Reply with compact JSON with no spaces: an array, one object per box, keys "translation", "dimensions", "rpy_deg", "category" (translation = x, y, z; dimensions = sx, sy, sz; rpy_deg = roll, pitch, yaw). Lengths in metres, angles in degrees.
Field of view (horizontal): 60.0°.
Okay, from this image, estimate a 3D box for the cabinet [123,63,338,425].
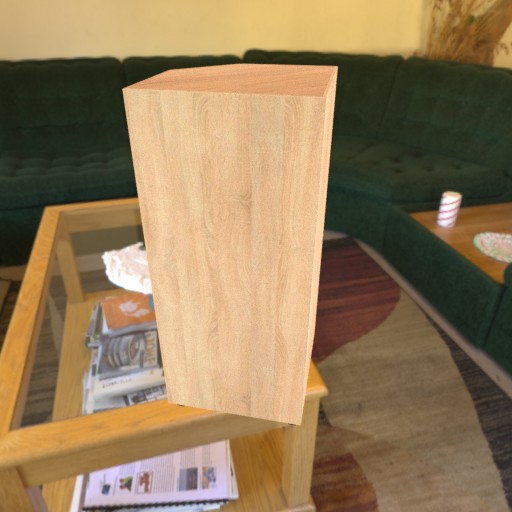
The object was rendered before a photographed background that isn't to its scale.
[{"translation":[0.000,0.000,2.823],"dimensions":[1.327,2.120,1.094],"rpy_deg":[-18,35,-28],"category":"cabinet"}]
